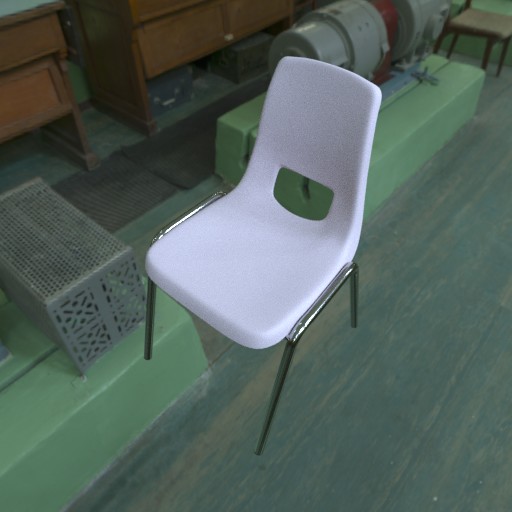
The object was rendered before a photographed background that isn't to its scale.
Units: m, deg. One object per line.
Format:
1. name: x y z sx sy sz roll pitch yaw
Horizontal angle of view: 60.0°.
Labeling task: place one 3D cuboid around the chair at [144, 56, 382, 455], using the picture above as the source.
1. chair: 0.000 0.000 0.913 0.381 0.653 0.436 31 54 26
